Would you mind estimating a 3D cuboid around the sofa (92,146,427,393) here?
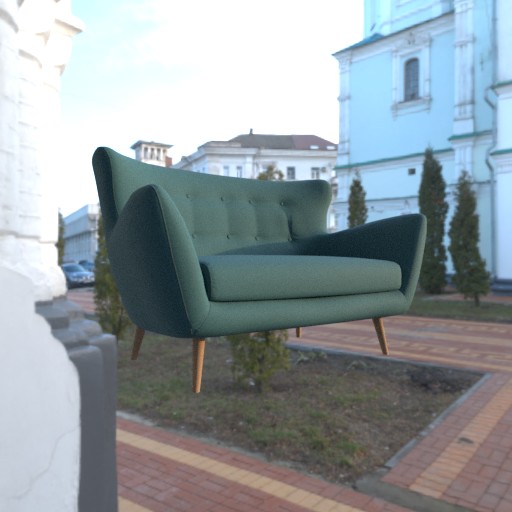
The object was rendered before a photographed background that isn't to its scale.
[{"bbox_3d":[0.000,0.000,1.990,1.397,0.889,0.889,1,-1,-36],"label":"sofa"}]
